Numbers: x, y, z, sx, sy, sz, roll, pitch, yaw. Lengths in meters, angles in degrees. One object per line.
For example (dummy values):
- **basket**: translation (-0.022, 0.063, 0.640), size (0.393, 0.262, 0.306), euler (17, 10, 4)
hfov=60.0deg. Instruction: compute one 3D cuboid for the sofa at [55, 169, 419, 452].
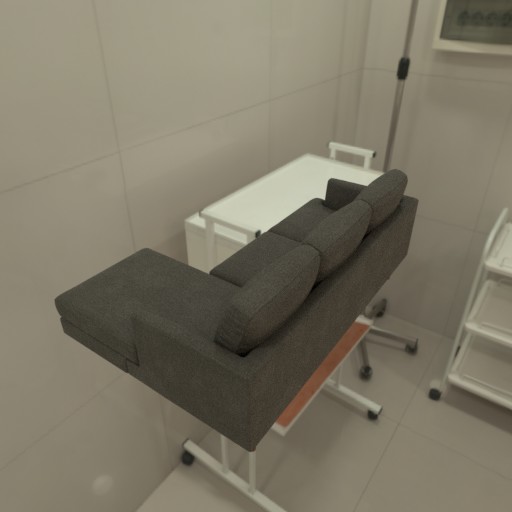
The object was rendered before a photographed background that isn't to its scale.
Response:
- **sofa**: translation (0.000, 0.000, 3.111), size (1.504, 0.956, 2.233), euler (21, 38, 29)
